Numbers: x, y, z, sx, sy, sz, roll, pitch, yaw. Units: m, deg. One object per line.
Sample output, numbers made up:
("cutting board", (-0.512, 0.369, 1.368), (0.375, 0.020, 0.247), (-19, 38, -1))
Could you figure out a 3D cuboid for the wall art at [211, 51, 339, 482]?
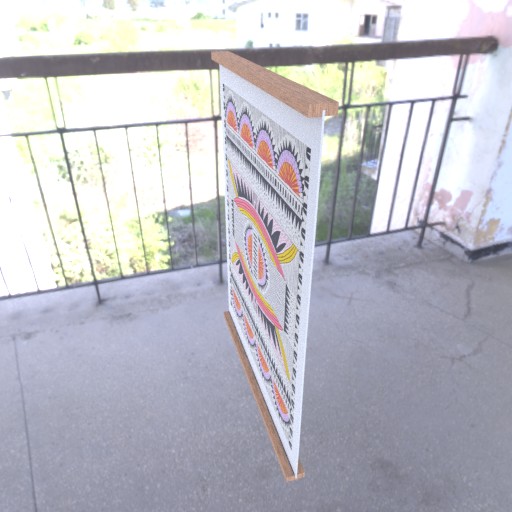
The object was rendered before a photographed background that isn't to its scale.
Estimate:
("wall art", (0.000, 0.000, 0.673), (0.028, 0.527, 0.403), (-9, 32, -14))
